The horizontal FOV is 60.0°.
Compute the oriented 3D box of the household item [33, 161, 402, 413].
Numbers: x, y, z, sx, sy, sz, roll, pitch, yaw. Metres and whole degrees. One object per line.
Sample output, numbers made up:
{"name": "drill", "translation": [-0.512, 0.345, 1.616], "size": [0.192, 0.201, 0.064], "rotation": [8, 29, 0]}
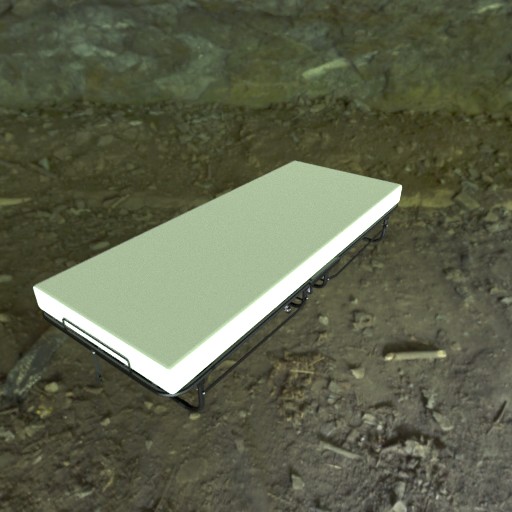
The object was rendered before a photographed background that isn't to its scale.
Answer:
{"name": "household item", "translation": [0.000, 0.000, 2.214], "size": [0.787, 0.356, 1.905], "rotation": [21, 36, 31]}
